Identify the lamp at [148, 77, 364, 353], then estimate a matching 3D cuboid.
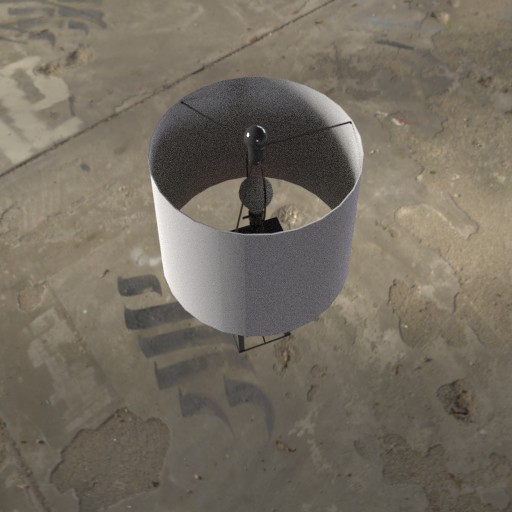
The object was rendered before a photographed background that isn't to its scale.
[{"bbox_3d":[0.000,0.000,0.781,0.320,0.591,0.320,0,59,0],"label":"lamp"}]
